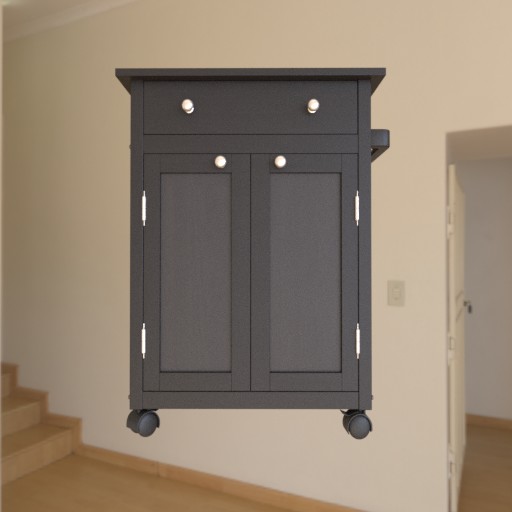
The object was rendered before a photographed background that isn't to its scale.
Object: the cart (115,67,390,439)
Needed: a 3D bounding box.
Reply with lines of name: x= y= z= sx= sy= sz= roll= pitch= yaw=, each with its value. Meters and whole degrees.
cart: x=0.000 y=0.000 z=1.262 sx=0.660 sy=0.879 sz=0.456 roll=0 pitch=-1 yaw=0
